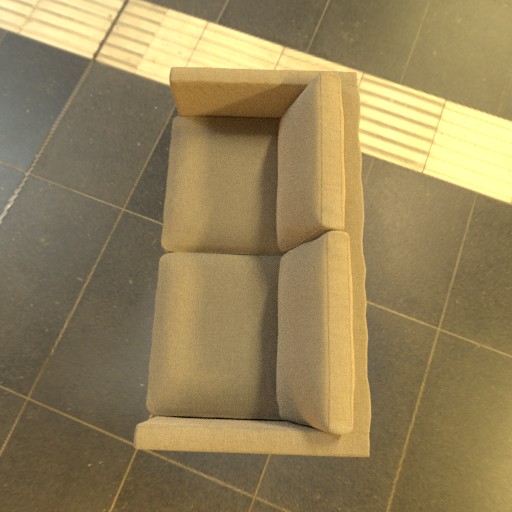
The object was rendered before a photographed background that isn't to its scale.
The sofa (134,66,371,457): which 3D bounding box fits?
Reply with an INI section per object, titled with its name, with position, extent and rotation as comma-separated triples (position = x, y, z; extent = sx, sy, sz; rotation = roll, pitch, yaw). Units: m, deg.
[sofa]
position = 0.000, 0.000, 2.202
extent = 0.956, 0.828, 1.766
rotation = 2, 75, 0
